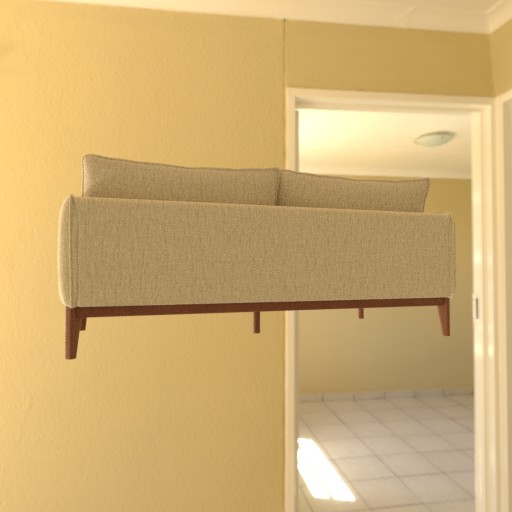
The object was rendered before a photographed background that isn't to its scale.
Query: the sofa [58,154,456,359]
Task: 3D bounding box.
[{"bbox_3d":[0.000,0.000,2.501,1.989,0.860,0.991,0,-2,-19],"label":"sofa"}]
